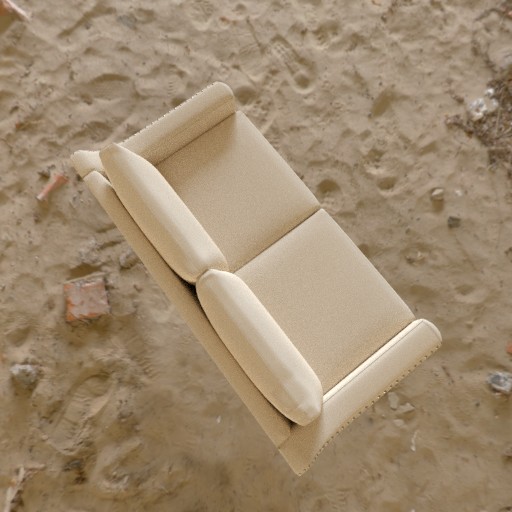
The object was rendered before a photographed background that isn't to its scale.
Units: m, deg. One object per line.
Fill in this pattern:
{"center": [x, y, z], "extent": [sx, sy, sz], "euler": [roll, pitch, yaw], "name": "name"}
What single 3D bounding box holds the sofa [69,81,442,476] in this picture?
{"center": [0.000, 0.000, 2.324], "extent": [0.949, 0.830, 1.812], "euler": [-37, 78, -9], "name": "sofa"}
